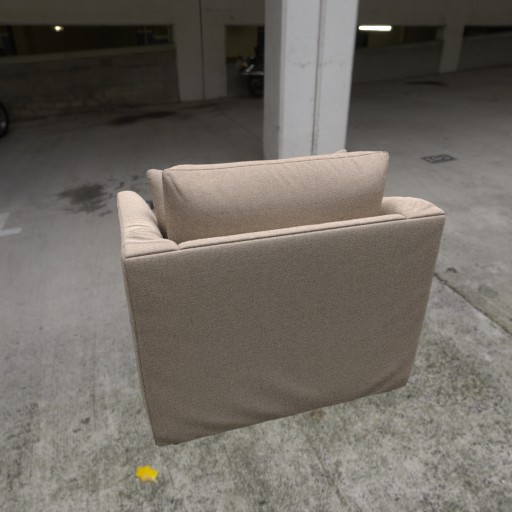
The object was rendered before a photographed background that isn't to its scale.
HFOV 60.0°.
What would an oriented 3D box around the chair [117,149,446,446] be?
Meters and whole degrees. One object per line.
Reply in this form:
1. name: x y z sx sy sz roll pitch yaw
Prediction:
1. chair: 0.000 0.000 2.086 1.194 1.093 1.071 -8 29 -15
